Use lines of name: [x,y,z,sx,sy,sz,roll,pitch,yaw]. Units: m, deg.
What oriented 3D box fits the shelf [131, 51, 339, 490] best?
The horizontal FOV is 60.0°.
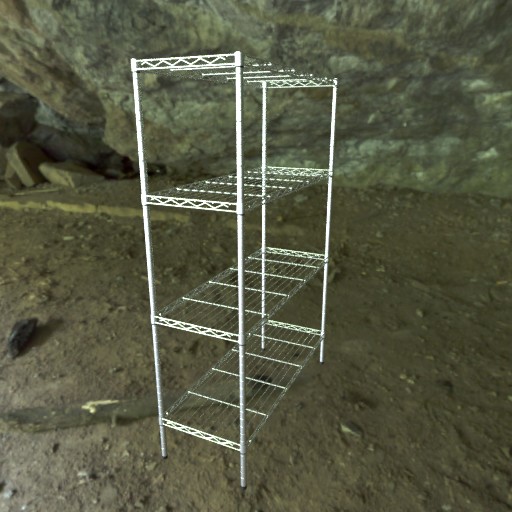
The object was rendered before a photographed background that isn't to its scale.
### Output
shelf: [0.000,0.000,1.752,0.352,1.360,0.907,8,19,24]
